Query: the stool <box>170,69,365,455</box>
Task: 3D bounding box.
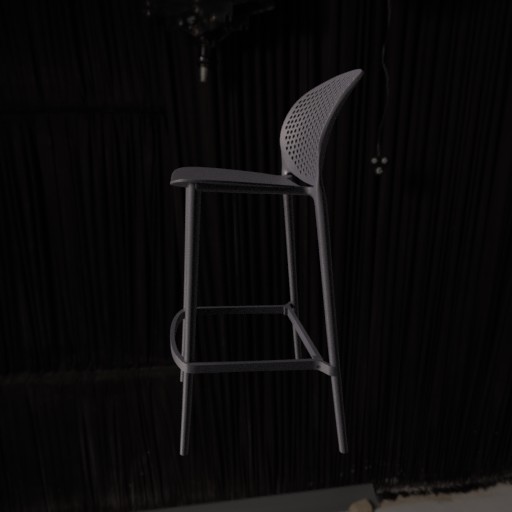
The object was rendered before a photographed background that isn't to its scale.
[{"bbox_3d":[0.000,0.000,1.343,0.535,1.045,0.536,-3,16,-9],"label":"stool"}]
